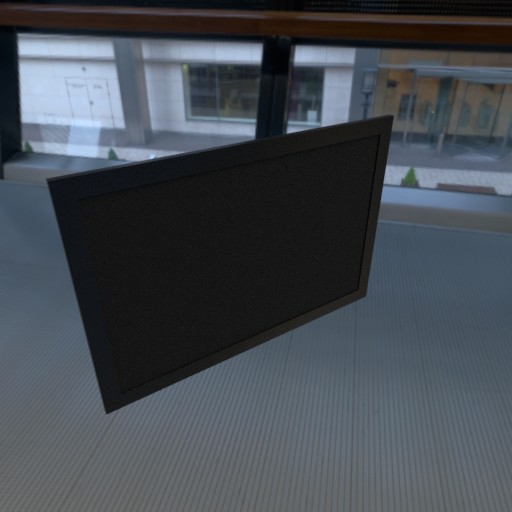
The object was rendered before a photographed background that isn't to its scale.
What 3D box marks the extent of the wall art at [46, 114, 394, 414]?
[{"bbox_3d":[0.000,0.000,0.853,0.660,0.447,0.013,-19,35,-29],"label":"wall art"}]
